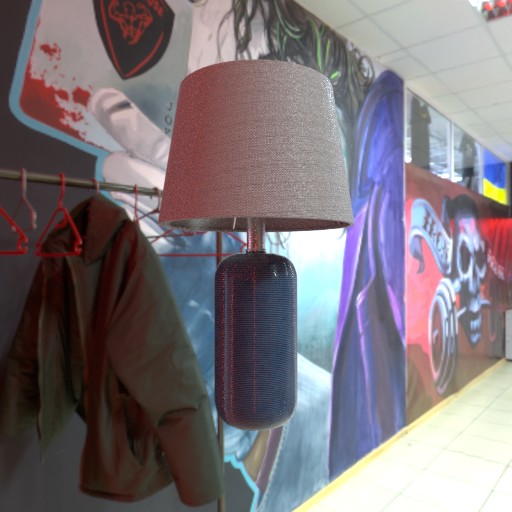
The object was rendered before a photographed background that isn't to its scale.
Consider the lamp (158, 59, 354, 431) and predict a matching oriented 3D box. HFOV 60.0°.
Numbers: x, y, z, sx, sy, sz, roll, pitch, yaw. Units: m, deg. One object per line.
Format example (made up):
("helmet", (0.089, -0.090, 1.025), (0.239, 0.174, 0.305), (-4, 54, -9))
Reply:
("lamp", (0.000, 0.000, 0.582), (0.253, 0.428, 0.253), (0, -1, 0))
